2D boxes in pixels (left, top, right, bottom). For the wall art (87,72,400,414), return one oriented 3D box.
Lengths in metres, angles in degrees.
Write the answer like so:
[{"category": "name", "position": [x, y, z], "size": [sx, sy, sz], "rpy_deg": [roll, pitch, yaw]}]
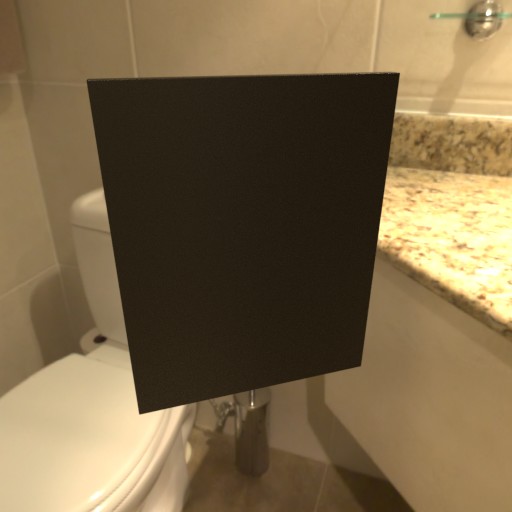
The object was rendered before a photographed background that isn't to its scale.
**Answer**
[{"category": "wall art", "position": [0.000, 0.000, 1.578], "size": [0.950, 1.194, 0.053], "rpy_deg": [-8, 27, -15]}]
